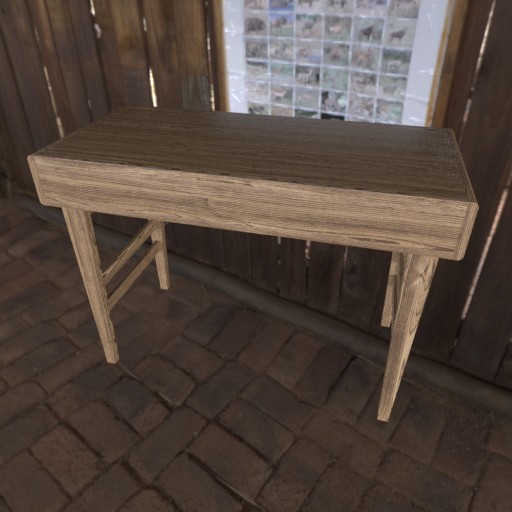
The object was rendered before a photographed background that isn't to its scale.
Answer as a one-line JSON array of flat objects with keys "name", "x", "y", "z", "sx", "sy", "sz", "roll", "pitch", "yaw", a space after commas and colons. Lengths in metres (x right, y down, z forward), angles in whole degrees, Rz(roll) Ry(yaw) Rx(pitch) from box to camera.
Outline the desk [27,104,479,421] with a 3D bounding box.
[{"name": "desk", "x": 0.000, "y": 0.000, "z": 1.418, "sx": 1.067, "sy": 0.755, "sz": 0.508, "roll": 8, "pitch": 34, "yaw": 12}]
